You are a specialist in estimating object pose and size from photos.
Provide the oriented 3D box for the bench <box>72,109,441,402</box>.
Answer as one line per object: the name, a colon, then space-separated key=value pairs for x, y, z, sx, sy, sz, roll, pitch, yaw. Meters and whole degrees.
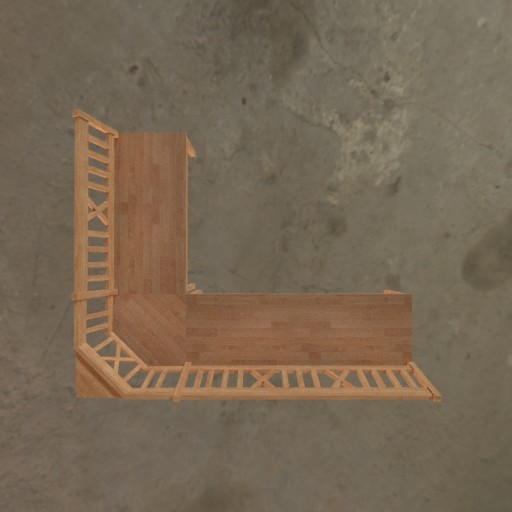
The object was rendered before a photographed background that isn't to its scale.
bench: x=0.000 y=0.000 z=2.777 sx=1.937 sy=0.902 sz=1.537 roll=0 pitch=89 yaw=0
